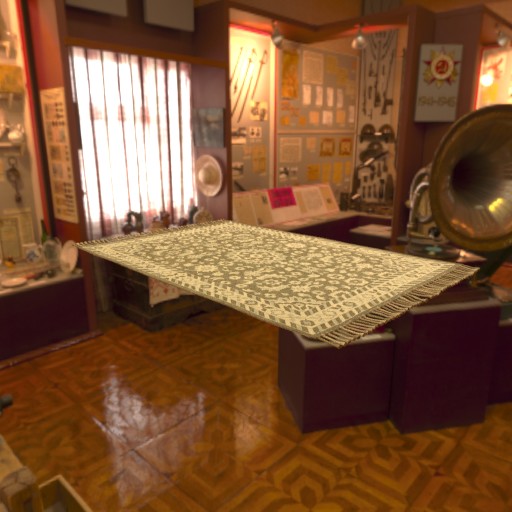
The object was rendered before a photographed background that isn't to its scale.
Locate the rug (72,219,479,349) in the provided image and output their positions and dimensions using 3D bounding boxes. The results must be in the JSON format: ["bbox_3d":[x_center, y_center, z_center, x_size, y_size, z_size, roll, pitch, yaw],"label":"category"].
[{"bbox_3d":[0.000,0.000,3.031,2.431,0.025,1.530,14,20,43],"label":"rug"}]
